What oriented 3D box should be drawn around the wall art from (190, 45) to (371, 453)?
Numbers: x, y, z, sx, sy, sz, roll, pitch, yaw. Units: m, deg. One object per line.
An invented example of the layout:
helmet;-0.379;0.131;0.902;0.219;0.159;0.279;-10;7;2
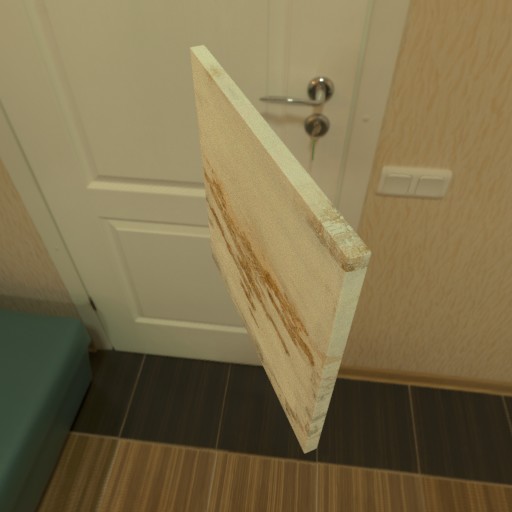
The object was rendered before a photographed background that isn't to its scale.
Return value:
wall art;0.000;0.000;1.121;0.038;0.755;0.753;-17;50;-15
